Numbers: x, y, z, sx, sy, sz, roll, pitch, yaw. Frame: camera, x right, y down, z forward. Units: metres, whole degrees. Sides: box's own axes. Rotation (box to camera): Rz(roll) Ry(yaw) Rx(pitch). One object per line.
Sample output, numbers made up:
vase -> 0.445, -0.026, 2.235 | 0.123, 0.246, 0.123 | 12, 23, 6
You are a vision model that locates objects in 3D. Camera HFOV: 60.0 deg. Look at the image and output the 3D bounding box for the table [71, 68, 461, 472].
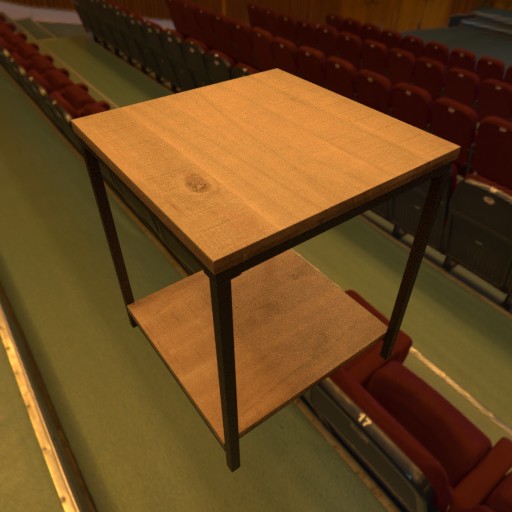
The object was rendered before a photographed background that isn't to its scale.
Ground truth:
table -> 0.000, 0.000, 0.995 | 0.503, 0.589, 0.507 | -26, 47, -27
